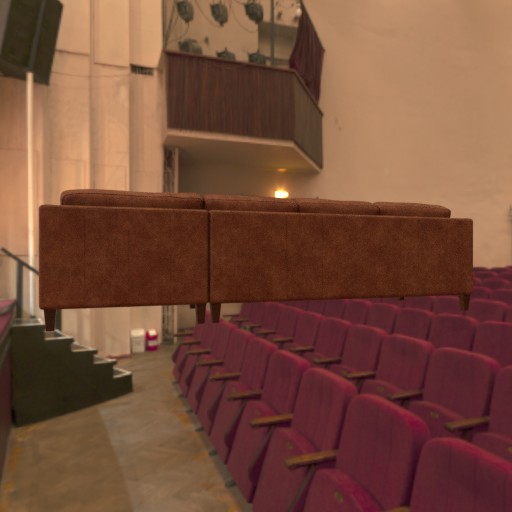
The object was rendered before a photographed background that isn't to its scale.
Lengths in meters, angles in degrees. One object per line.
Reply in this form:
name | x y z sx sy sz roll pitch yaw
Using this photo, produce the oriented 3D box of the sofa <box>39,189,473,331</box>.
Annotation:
sofa | 0.000 0.000 3.829 3.203 0.883 1.581 0 0 -19
